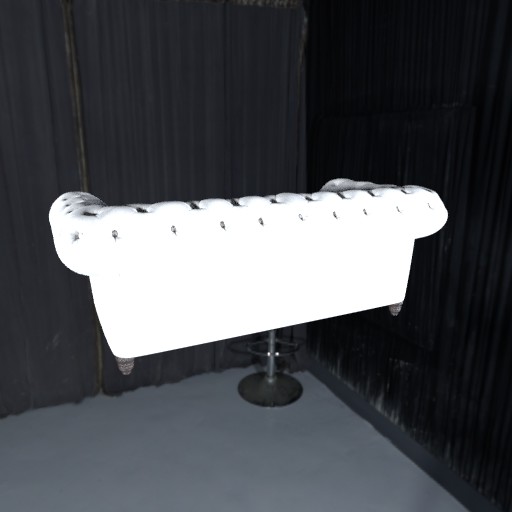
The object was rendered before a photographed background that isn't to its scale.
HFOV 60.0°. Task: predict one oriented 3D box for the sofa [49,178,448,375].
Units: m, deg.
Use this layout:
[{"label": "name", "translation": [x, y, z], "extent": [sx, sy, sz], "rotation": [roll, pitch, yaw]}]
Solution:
[{"label": "sofa", "translation": [0.000, 0.000, 2.435], "extent": [1.998, 0.764, 0.986], "rotation": [-7, 17, -25]}]
